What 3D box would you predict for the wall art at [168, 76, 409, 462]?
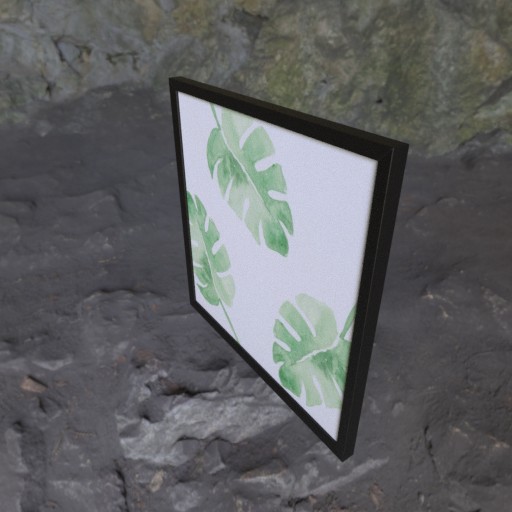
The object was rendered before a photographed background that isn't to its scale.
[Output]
[{"bbox_3d":[0.000,0.000,1.138,0.038,0.765,0.765,-20,36,-30],"label":"wall art"}]
